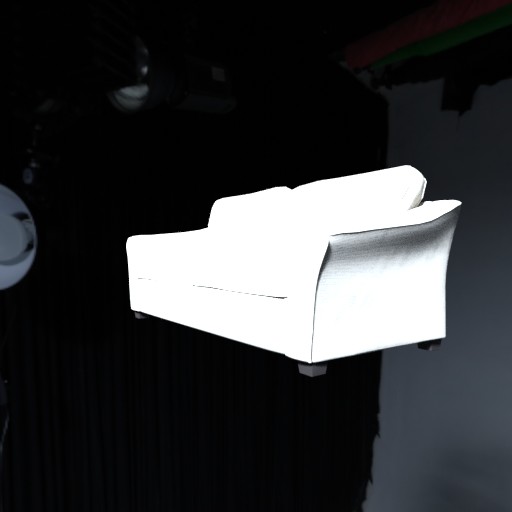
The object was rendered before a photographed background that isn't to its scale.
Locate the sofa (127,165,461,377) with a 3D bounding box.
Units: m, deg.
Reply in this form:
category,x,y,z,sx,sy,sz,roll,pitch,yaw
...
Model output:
category,x,y,z,sx,sy,sz,roll,pitch,yaw
sofa,0.000,0.000,2.863,0.980,0.965,2.270,-1,1,-36
